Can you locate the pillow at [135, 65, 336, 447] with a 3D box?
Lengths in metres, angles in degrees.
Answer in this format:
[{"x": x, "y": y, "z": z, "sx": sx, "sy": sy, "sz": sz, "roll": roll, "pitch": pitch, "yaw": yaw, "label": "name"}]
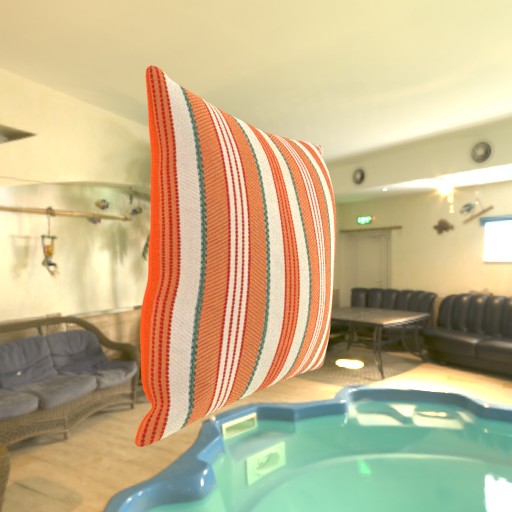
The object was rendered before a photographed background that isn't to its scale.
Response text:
[{"x": 0.000, "y": 0.000, "z": 0.677, "sx": 0.182, "sy": 0.441, "sz": 0.440, "roll": 0, "pitch": 0, "yaw": 36, "label": "pillow"}]
